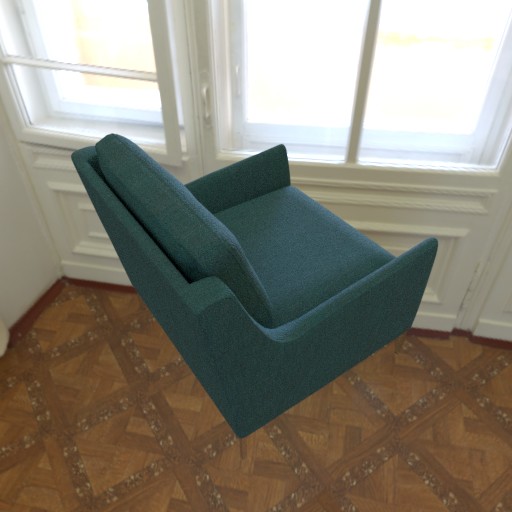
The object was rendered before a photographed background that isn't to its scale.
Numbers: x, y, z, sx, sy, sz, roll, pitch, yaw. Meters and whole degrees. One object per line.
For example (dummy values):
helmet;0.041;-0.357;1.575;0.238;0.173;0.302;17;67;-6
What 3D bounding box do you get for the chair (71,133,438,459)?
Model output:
chair;0.000;0.000;1.524;0.849;0.828;0.847;-24;46;-26
